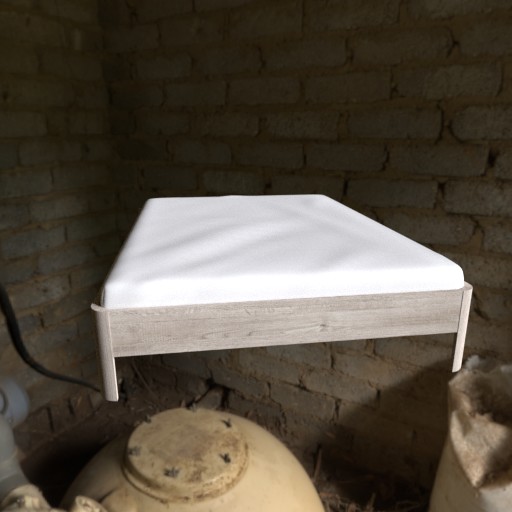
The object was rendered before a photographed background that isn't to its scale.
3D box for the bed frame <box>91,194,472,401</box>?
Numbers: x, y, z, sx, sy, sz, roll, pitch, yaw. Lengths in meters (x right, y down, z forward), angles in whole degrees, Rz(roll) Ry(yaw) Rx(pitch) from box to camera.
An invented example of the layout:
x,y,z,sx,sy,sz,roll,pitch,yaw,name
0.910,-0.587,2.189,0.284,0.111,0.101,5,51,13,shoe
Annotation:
x,y,z,sx,sy,sz,roll,pitch,yaw,name
0.000,0.000,2.550,1.490,0.462,1.950,-2,17,-8,bed frame
